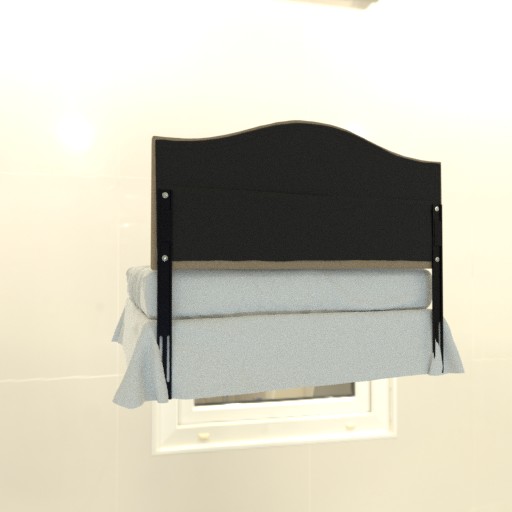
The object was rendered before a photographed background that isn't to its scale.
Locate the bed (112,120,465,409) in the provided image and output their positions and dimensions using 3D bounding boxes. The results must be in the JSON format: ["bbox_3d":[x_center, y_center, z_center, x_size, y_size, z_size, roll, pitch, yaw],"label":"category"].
[{"bbox_3d":[0.000,0.000,3.706,2.311,1.651,2.222,0,-1,-19],"label":"bed"}]
